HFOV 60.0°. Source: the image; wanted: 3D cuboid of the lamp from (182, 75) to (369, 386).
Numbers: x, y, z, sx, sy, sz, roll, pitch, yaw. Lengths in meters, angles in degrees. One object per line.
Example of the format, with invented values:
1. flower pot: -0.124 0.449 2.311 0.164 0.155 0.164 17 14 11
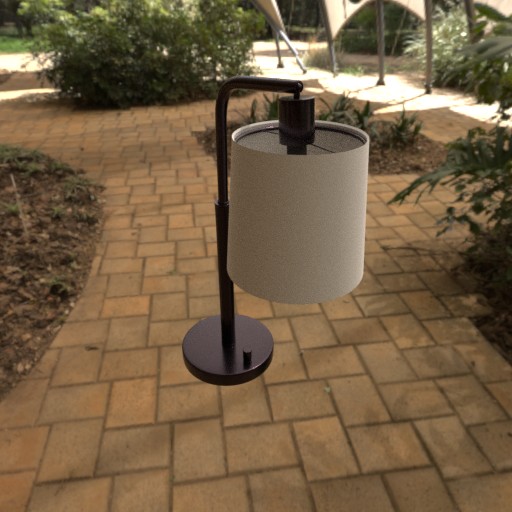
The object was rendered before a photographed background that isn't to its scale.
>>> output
1. lamp: 0.000 0.000 0.632 0.171 0.489 0.333 -21 36 -32
